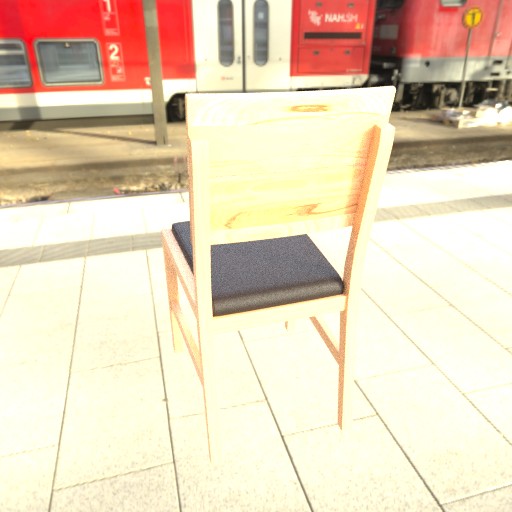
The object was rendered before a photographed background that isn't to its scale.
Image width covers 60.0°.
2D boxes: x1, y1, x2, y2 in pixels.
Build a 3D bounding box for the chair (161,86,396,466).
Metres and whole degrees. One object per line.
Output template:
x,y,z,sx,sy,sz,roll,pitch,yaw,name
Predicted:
0.000,0.000,1.271,0.475,0.950,0.560,-8,28,-16,chair
